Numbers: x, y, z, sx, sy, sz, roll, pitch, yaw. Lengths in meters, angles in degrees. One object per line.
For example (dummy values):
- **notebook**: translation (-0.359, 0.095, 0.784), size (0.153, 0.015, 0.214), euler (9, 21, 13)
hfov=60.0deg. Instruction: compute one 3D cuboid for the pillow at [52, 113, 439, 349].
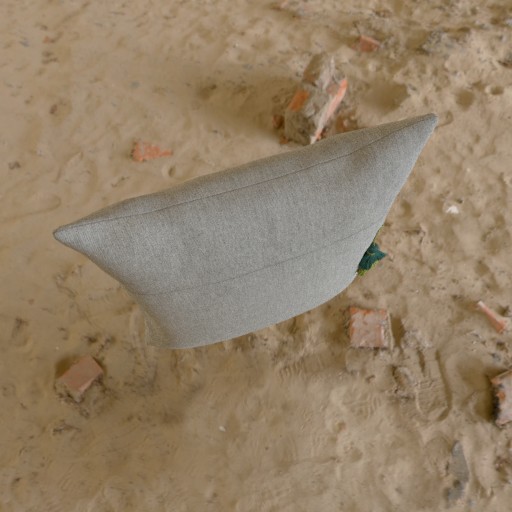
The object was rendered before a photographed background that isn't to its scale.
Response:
- **pillow**: translation (0.000, 0.000, 0.662), size (0.433, 0.436, 0.173), euler (-19, 64, -9)
